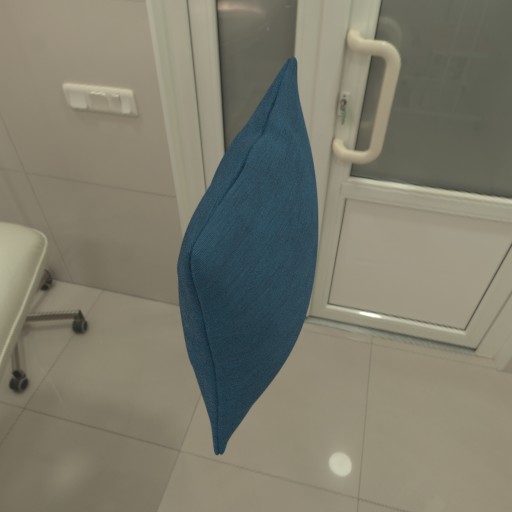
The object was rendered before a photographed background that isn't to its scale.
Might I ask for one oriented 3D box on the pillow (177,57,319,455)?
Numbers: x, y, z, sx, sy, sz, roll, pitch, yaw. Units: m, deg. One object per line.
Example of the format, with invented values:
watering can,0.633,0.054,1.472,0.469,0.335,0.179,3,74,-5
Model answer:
pillow,0.000,0.000,0.652,0.177,0.420,0.437,10,45,10
